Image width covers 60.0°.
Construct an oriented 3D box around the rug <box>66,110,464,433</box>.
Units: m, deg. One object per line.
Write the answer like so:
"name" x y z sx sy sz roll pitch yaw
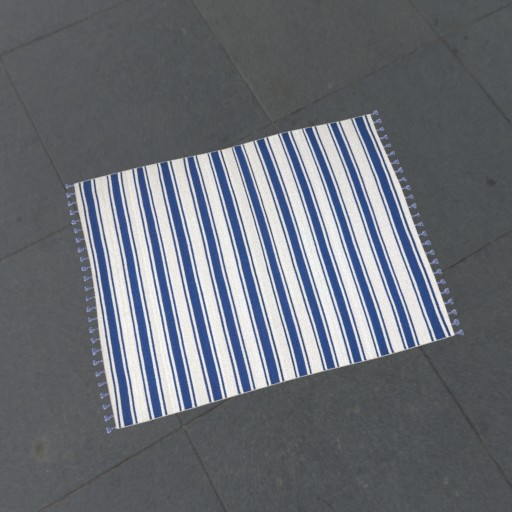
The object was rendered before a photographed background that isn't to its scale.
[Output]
"rug" 0.000 0.000 4.343 3.416 0.016 2.471 -14 75 -4
